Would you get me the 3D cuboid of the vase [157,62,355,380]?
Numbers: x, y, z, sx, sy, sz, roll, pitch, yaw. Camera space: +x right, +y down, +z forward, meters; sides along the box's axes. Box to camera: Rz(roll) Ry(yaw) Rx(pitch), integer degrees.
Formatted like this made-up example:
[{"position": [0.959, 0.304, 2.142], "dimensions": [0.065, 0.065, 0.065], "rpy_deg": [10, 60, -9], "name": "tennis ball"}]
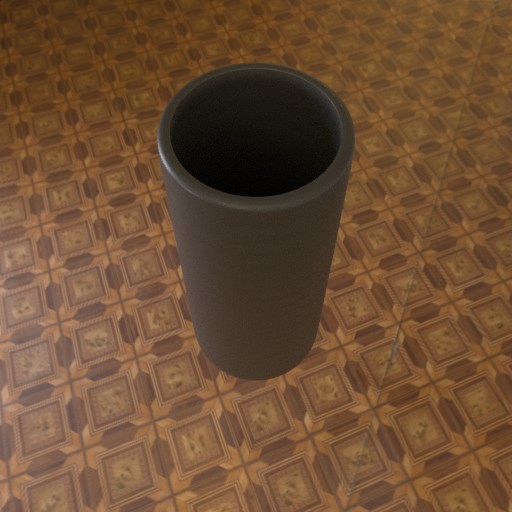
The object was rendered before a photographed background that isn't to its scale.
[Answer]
[{"position": [0.000, 0.000, 0.361], "dimensions": [0.136, 0.289, 0.136], "rpy_deg": [33, 67, 16], "name": "vase"}]
